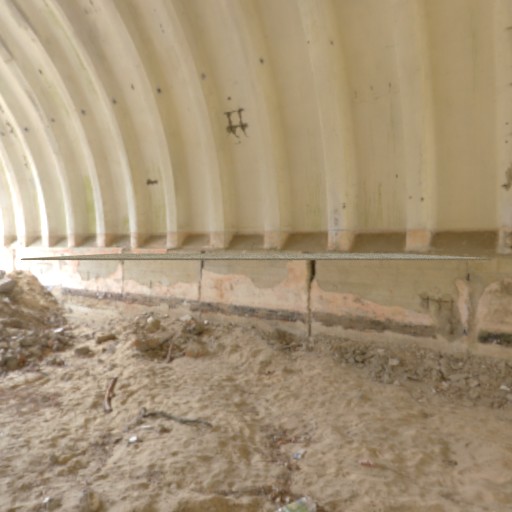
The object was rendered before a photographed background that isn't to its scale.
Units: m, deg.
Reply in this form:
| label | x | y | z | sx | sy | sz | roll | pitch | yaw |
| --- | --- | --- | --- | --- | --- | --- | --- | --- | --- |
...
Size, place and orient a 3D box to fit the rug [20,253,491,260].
| label | x | y | z | sx | sy | sz | roll | pitch | yaw |
| --- | --- | --- | --- | --- | --- | --- | --- | --- | --- |
| rug | 0.000 | 0.000 | 3.043 | 2.430 | 0.010 | 1.515 | 0 | 1 | 0 |
